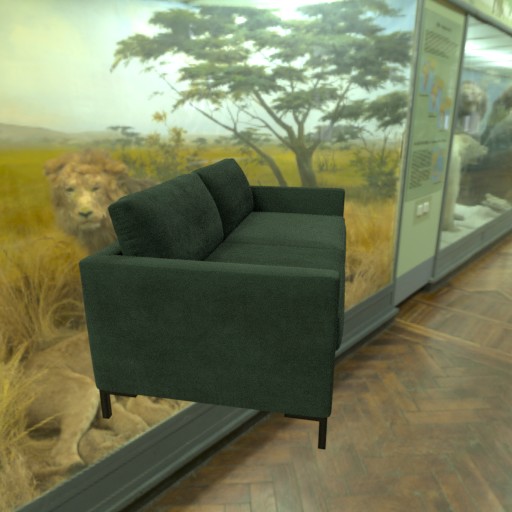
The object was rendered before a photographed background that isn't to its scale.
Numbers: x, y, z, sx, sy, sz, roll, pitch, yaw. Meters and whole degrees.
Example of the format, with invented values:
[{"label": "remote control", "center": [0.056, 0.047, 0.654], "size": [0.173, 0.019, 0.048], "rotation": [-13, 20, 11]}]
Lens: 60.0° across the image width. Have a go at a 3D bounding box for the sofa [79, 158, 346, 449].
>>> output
[{"label": "sofa", "center": [0.000, 0.000, 2.197], "size": [0.875, 0.817, 1.676], "rotation": [4, 18, 11]}]
